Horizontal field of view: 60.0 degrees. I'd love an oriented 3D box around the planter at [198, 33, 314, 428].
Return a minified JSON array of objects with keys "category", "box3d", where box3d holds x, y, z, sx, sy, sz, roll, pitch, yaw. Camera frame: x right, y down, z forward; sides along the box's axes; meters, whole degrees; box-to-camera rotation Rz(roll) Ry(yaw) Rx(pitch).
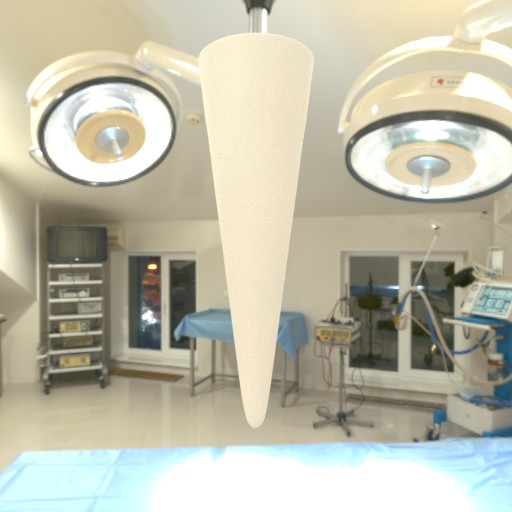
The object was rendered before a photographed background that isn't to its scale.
[{"category":"planter","box3d":[0.000,0.000,0.224,0.057,0.193,0.064,0,1,-1]}]
